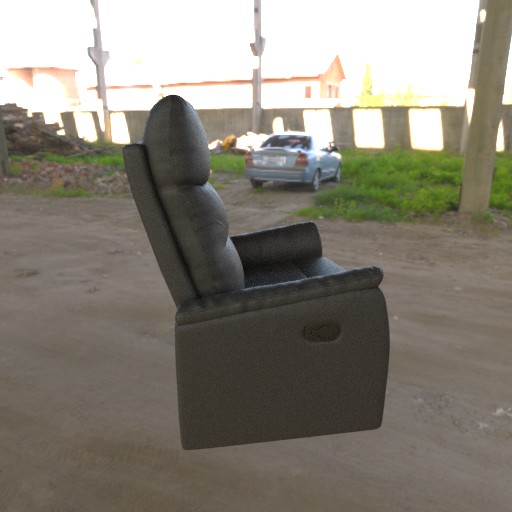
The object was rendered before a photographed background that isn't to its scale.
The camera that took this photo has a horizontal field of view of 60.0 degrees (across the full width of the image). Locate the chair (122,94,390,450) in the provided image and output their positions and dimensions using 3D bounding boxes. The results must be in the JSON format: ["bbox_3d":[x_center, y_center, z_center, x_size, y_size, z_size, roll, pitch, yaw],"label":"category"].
[{"bbox_3d":[0.000,0.000,1.629,0.831,1.082,0.775,-3,16,-9],"label":"chair"}]
